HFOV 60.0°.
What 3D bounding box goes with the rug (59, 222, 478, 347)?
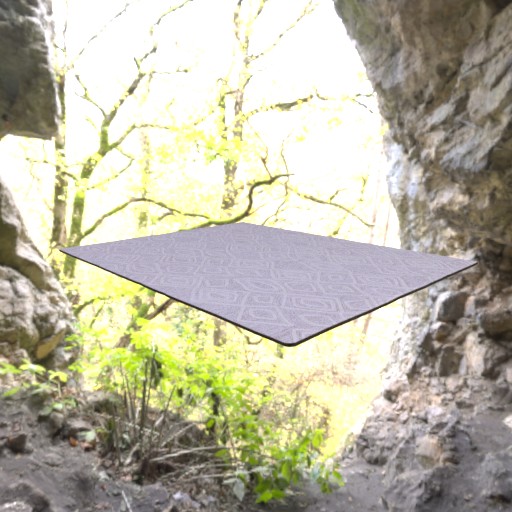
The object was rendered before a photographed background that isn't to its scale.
[{"bbox_3d":[0.000,0.000,4.087,2.449,0.025,3.049,-13,18,-42],"label":"rug"}]
